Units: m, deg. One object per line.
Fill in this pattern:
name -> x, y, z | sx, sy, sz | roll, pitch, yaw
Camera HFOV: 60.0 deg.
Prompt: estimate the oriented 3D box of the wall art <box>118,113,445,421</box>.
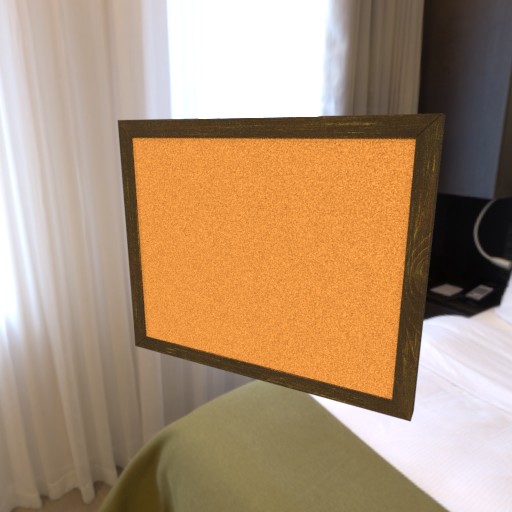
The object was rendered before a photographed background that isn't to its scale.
wall art -> 0.000, 0.000, 0.767 | 0.558, 0.457, 0.032 | 8, 17, 26
